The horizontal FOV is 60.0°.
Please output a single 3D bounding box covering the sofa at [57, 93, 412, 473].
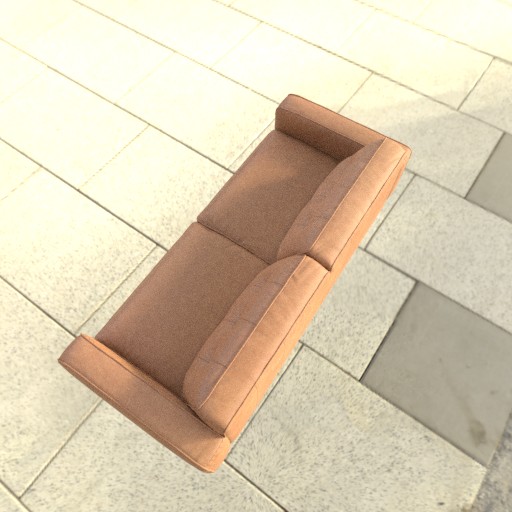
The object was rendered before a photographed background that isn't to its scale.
[{"bbox_3d":[0.000,0.000,2.685,0.953,0.780,2.270,30,67,15],"label":"sofa"}]
